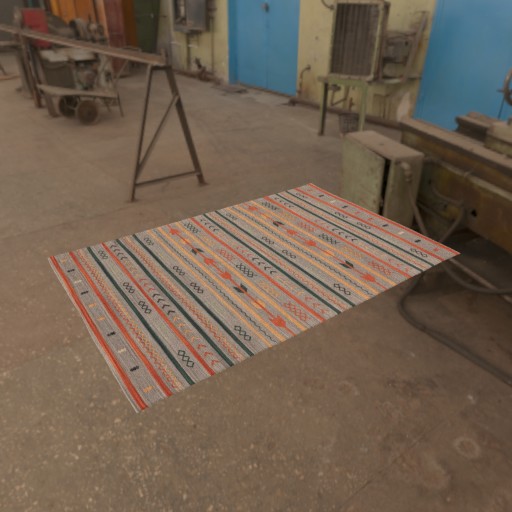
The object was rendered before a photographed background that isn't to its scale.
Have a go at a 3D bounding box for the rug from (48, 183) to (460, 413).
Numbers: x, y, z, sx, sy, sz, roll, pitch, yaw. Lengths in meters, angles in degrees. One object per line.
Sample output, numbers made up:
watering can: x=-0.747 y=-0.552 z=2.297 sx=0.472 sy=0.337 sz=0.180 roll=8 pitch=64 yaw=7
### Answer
rug: x=0.000 y=0.000 z=2.357 sx=1.835 sy=0.017 sz=1.220 roll=-20 pitch=36 yaw=-30
